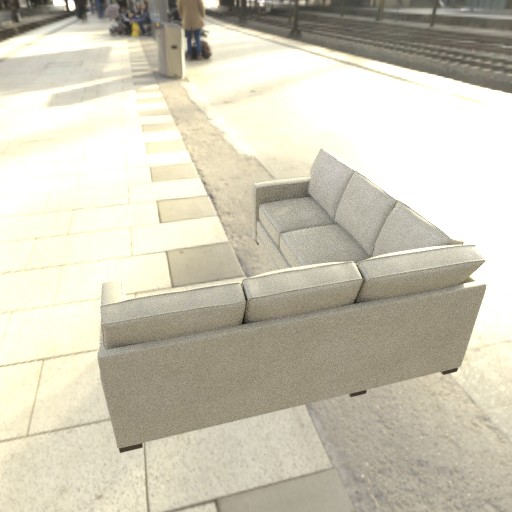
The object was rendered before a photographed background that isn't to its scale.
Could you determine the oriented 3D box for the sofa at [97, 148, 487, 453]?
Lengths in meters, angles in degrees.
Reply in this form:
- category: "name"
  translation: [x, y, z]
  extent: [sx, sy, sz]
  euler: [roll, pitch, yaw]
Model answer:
- category: "sofa"
  translation: [0.000, 0.000, 3.325]
  extent: [2.211, 0.936, 2.188]
  euler: [-9, 32, -15]
